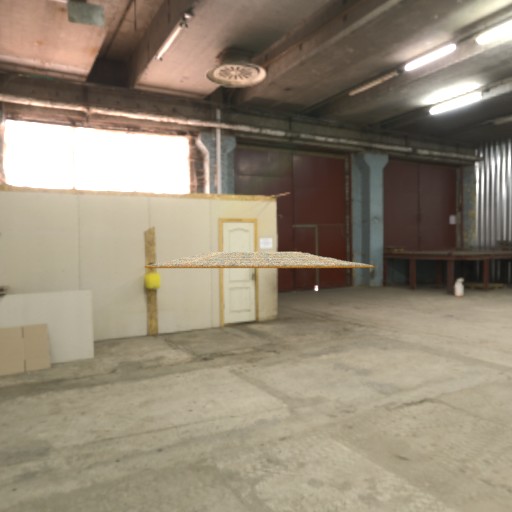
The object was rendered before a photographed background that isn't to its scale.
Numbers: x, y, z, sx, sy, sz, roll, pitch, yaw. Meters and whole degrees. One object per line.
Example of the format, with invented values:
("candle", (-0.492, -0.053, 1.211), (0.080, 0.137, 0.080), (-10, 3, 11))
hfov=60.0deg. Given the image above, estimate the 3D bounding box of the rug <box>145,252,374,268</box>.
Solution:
("rug", (0.000, 0.000, 2.501), (0.704, 0.014, 2.294), (0, 2, -1))
